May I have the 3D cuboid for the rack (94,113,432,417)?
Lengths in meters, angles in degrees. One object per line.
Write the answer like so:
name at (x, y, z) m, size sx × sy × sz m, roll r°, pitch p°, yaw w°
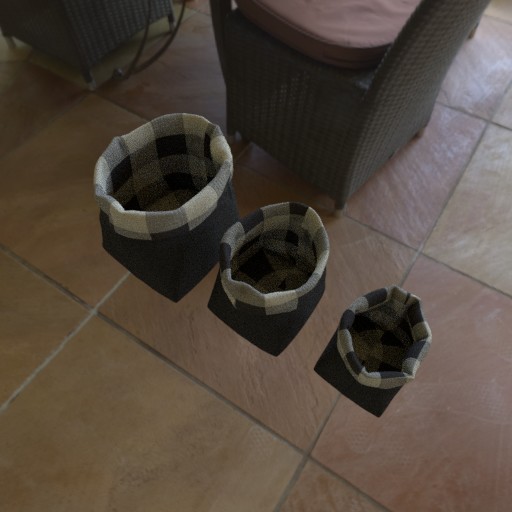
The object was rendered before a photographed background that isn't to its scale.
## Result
rack at (0.000, 0.000, 1.091) m, size 0.889 × 0.329 × 0.370 m, roll 32°, pitch 63°, yaw 18°
